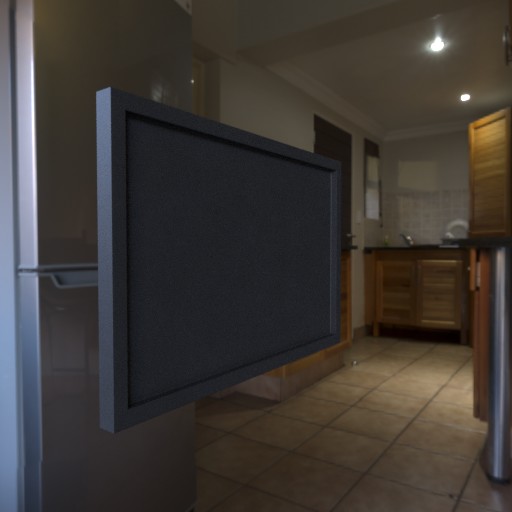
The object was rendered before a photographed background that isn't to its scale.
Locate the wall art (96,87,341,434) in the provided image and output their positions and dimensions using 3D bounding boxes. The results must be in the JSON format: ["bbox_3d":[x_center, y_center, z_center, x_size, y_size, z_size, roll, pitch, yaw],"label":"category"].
[{"bbox_3d":[0.000,0.000,0.568,0.021,0.301,0.443,1,2,37],"label":"wall art"}]
